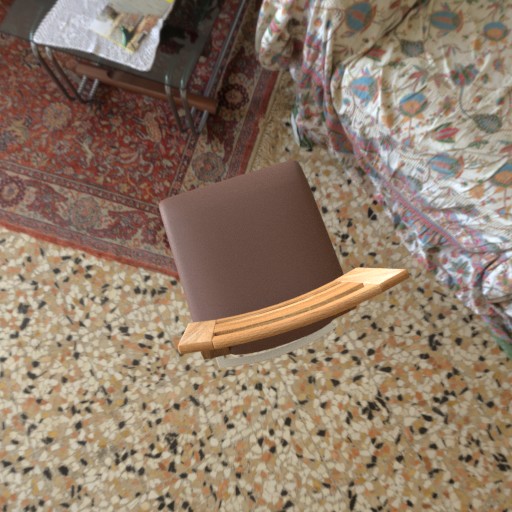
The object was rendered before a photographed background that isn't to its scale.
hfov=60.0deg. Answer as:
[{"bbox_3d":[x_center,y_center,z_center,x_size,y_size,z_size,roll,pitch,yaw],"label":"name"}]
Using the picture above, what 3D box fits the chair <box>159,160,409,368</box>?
[{"bbox_3d":[0.000,0.000,1.258,0.460,0.970,0.570,-18,77,-4],"label":"chair"}]
